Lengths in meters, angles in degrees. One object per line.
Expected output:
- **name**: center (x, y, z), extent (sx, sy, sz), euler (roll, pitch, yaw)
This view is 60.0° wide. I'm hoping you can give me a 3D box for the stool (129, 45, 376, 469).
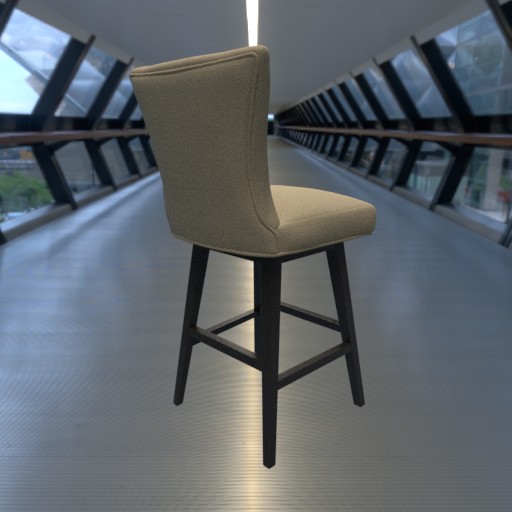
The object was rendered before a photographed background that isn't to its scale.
- **stool**: center (0.000, 0.000, 1.375), extent (0.514, 1.086, 0.574), euler (14, 21, 42)
